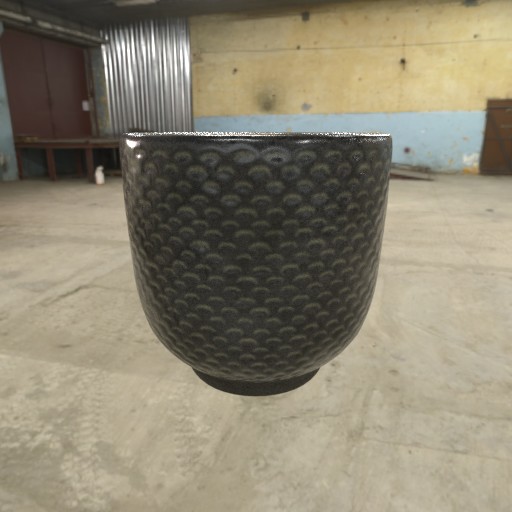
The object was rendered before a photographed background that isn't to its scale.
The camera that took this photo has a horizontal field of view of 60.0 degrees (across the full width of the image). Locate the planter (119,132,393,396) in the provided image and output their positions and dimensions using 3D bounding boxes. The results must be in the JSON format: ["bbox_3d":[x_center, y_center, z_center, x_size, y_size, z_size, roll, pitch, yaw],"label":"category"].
[{"bbox_3d":[0.000,0.000,0.356,0.197,0.191,0.197,0,16,0],"label":"planter"}]
